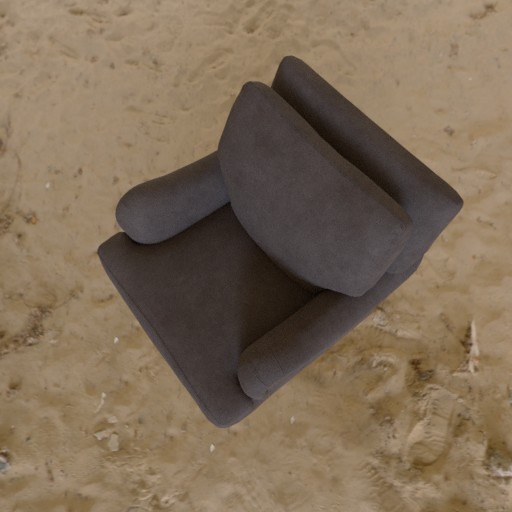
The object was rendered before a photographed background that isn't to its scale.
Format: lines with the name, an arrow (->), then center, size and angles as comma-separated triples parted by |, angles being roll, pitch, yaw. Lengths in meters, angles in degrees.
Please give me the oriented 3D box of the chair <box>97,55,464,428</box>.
chair -> 0.000, 0.000, 1.837 | 1.070, 0.997, 0.955 | -35, 69, -16
